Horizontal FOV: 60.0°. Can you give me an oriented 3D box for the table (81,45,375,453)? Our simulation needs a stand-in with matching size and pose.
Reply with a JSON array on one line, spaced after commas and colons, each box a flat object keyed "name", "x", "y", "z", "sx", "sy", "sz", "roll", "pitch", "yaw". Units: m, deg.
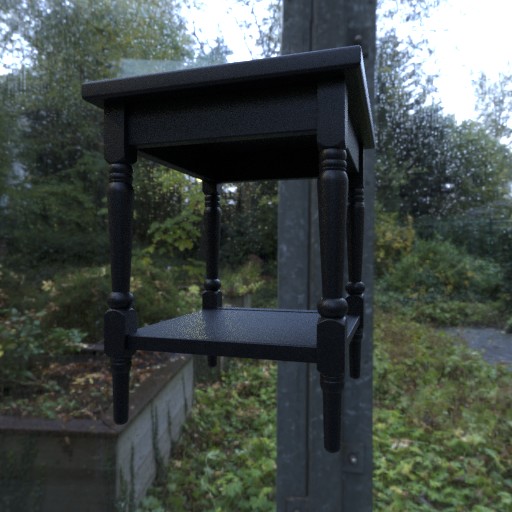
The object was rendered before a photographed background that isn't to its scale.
[{"name": "table", "x": 0.000, "y": 0.000, "z": 0.886, "sx": 0.442, "sy": 0.565, "sz": 0.488, "roll": 0, "pitch": 0, "yaw": 17}]
